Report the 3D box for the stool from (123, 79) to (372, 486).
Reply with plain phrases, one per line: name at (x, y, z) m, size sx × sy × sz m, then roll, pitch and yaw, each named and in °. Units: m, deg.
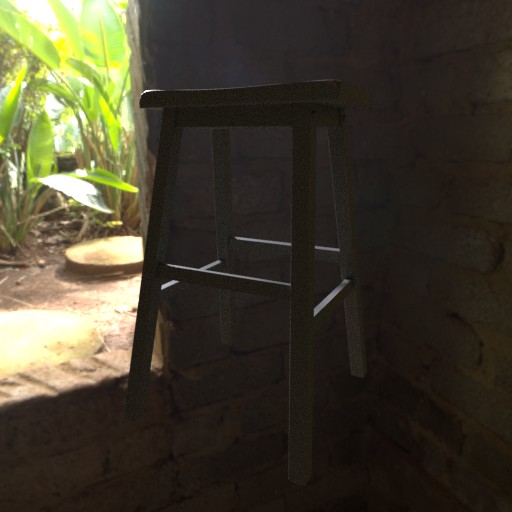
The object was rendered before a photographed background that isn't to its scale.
stool at (0.000, 0.000, 1.051) m, size 0.457 × 0.737 × 0.476 m, roll 8°, pitch 17°, yaw 26°
